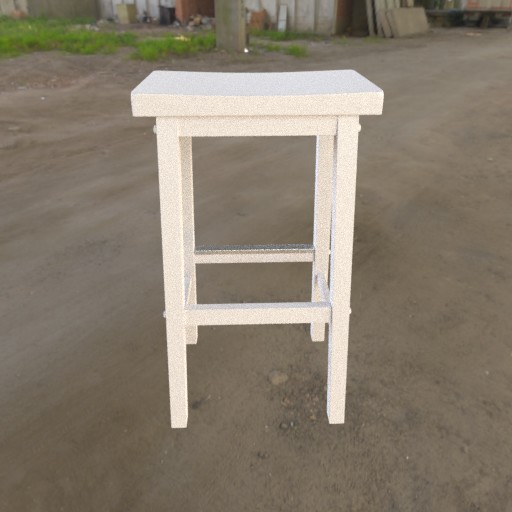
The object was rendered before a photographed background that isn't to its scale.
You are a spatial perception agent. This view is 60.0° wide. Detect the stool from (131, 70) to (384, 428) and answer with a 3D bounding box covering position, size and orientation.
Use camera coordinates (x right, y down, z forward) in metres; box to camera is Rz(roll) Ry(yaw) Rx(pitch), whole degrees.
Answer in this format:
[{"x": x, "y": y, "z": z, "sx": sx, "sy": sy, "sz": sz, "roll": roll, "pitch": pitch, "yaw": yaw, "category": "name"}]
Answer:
[{"x": 0.000, "y": 0.000, "z": 0.991, "sx": 0.406, "sy": 0.742, "sz": 0.322, "roll": -1, "pitch": 31, "yaw": -2, "category": "stool"}]
